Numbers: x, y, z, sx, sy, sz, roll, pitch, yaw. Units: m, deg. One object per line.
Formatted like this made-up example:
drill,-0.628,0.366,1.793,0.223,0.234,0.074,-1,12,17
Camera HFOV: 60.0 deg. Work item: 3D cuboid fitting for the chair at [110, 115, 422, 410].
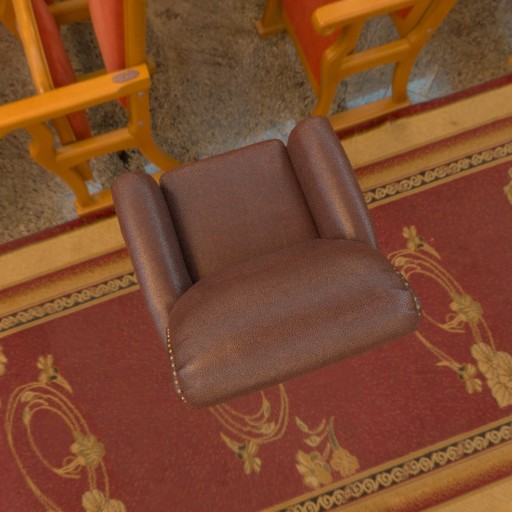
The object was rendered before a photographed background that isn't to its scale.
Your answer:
chair,0.000,0.000,1.643,0.854,0.927,0.890,-18,76,-5
